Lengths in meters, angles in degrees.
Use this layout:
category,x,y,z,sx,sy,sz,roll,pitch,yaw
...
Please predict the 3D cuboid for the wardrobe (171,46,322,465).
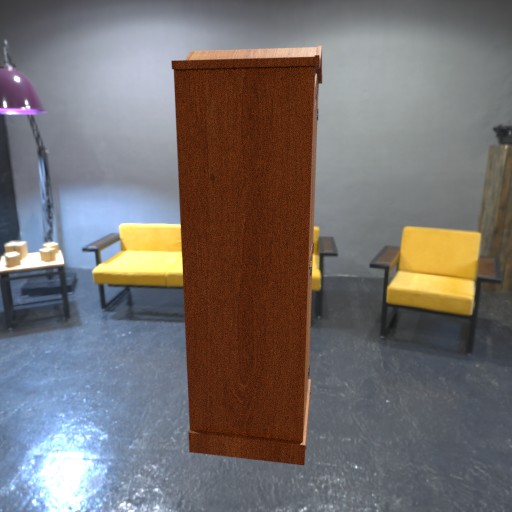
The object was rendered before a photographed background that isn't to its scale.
category,x,y,z,sx,sy,sz,roll,pitch,yaw
wardrobe,0.000,0.000,2.177,0.570,1.870,0.590,2,15,9
